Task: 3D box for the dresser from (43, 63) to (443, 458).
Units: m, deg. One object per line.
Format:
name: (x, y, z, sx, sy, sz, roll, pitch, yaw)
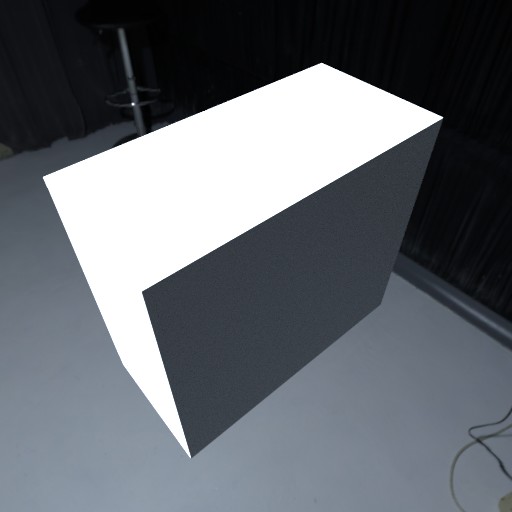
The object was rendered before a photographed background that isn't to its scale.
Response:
dresser: (0.000, 0.000, 1.262, 0.830, 0.740, 0.420, -32, 54, -26)
